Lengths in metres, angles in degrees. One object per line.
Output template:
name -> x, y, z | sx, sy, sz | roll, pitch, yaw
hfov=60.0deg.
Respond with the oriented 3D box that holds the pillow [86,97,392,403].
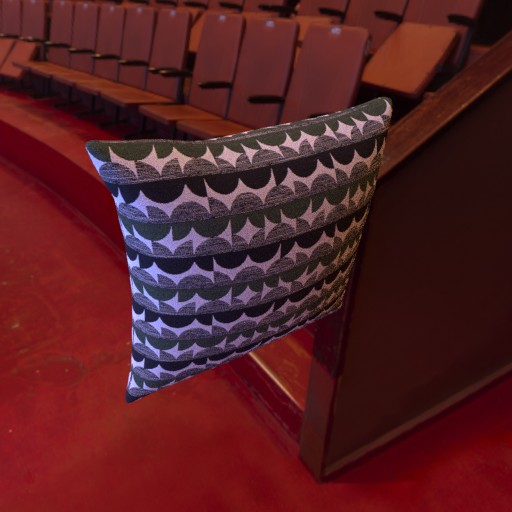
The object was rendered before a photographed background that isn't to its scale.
pillow -> 0.000, 0.000, 0.632 | 0.419, 0.404, 0.180 | -18, 35, -28
